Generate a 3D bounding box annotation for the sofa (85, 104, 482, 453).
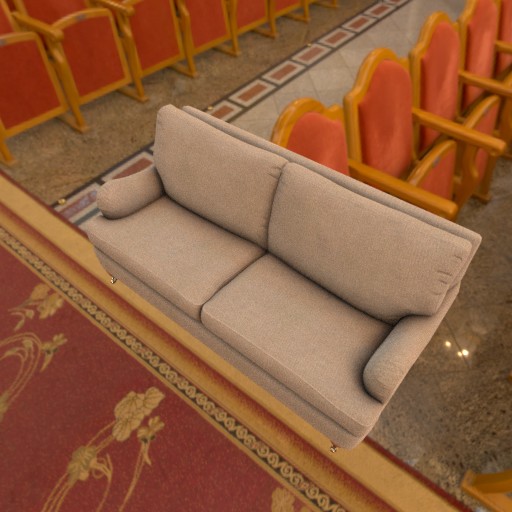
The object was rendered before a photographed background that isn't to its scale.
[{"bbox_3d":[0.000,0.000,2.747,2.193,1.096,1.069,31,54,26],"label":"sofa"}]
